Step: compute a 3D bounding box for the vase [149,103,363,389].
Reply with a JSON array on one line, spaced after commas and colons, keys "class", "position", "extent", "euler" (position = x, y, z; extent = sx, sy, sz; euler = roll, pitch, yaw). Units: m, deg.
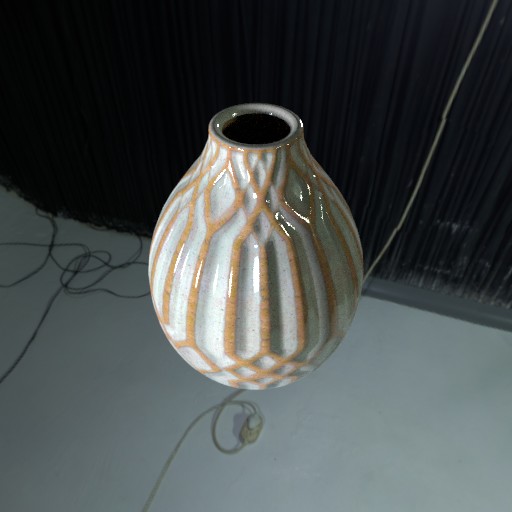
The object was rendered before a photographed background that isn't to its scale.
[{"class": "vase", "position": [0.000, 0.000, 0.269], "extent": [0.131, 0.175, 0.131], "euler": [0, 45, 0]}]
